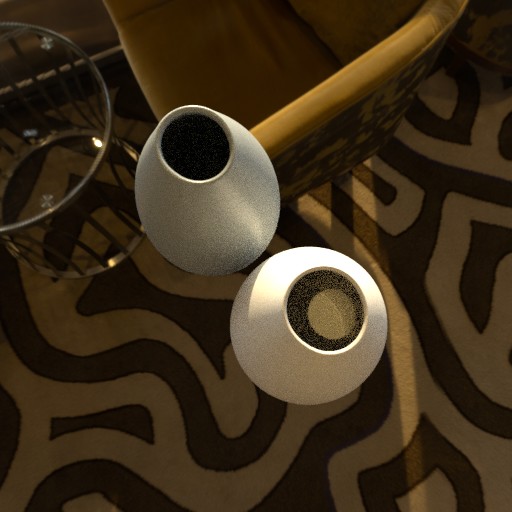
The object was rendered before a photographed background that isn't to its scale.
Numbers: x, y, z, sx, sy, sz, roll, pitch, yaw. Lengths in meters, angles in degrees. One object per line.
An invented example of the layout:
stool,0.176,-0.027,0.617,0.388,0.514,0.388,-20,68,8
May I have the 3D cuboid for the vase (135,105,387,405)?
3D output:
vase,0.000,0.000,0.259,0.089,0.131,0.187,-36,78,-9
